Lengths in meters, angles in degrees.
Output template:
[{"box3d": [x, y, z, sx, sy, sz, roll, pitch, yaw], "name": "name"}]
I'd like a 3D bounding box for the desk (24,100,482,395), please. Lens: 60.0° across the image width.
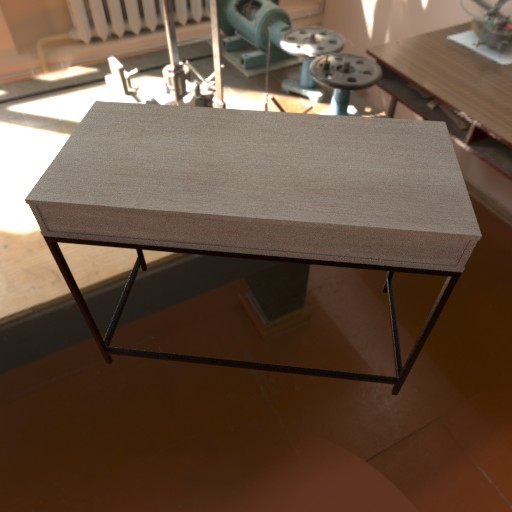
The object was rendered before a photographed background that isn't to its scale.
[{"box3d": [0.000, 0.000, 1.414, 1.016, 0.762, 0.470, 5, 48, 5], "name": "desk"}]
